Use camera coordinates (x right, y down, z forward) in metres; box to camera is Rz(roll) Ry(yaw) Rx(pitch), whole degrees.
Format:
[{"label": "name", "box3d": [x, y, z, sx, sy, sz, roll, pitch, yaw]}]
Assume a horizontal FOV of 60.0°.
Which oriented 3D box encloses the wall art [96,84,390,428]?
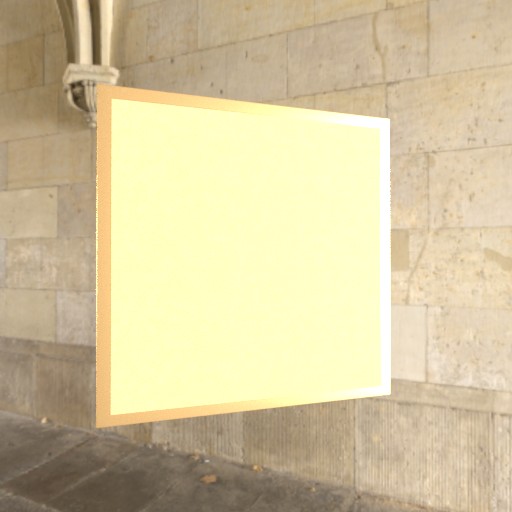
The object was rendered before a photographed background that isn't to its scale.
[{"label": "wall art", "box3d": [0.000, 0.000, 0.452, 0.305, 0.305, 0.023, 0, -1, -19]}]
